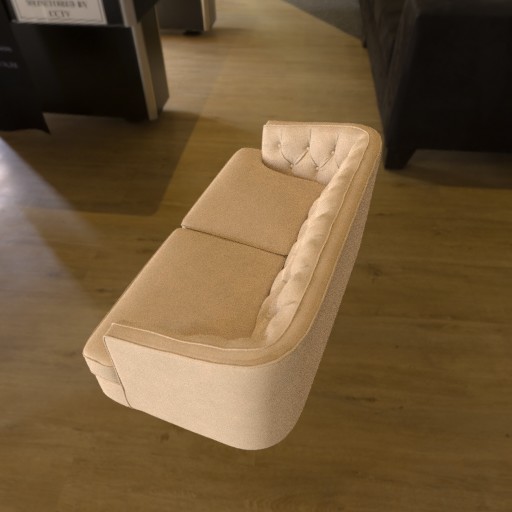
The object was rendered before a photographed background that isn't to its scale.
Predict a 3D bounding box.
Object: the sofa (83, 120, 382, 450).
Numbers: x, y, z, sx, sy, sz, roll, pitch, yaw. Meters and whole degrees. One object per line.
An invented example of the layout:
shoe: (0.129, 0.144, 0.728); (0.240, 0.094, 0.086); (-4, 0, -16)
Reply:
sofa: (0.000, 0.000, 2.316); (0.940, 0.878, 1.731); (16, 48, 15)
